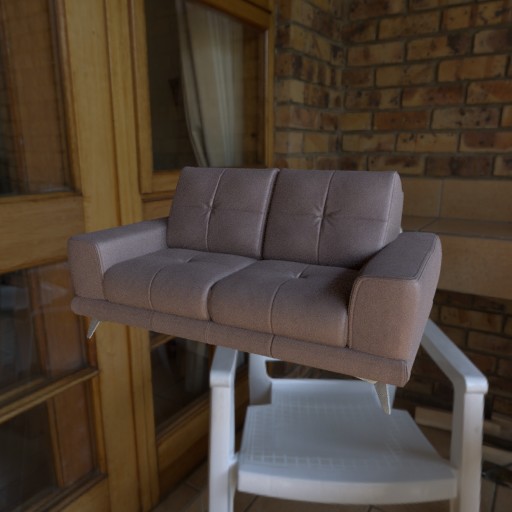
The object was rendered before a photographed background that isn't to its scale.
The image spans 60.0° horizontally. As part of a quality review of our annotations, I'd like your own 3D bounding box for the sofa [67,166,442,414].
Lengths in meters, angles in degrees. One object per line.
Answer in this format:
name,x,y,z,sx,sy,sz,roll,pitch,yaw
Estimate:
sofa,0.000,0.000,2.386,1.806,0.907,1.018,7,15,26
